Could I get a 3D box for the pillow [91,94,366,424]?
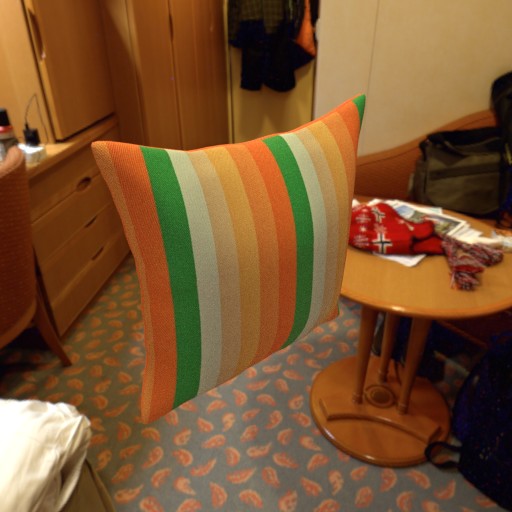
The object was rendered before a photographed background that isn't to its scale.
[{"bbox_3d":[0.000,0.000,0.706,0.453,0.444,0.169,-22,36,-33],"label":"pillow"}]
